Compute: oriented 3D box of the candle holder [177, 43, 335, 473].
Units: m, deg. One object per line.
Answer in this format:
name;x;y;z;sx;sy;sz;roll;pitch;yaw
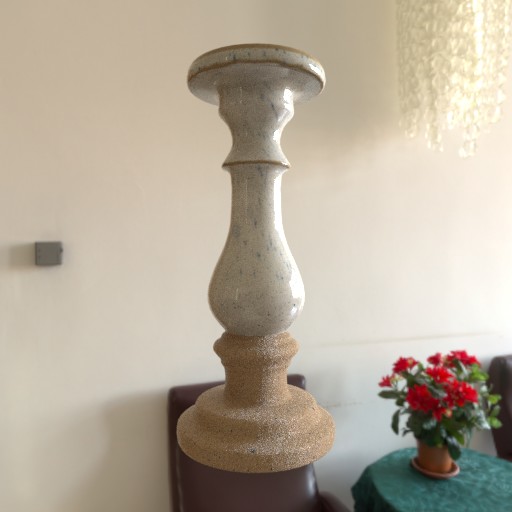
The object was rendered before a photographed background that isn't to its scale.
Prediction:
candle holder;0.000;0.000;0.247;0.088;0.203;0.088;0;1;0
